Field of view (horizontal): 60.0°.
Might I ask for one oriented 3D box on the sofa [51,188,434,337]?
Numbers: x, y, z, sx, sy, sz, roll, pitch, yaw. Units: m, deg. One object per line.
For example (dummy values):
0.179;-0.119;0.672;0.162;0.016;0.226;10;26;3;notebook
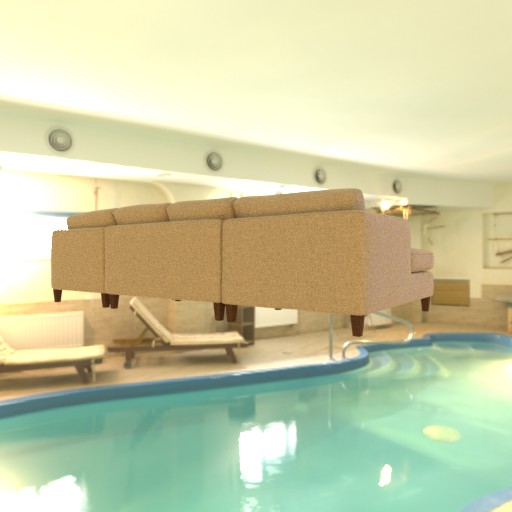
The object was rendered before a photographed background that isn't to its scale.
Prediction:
0.000;0.000;4.624;3.460;0.959;2.593;0;0;36;sofa
